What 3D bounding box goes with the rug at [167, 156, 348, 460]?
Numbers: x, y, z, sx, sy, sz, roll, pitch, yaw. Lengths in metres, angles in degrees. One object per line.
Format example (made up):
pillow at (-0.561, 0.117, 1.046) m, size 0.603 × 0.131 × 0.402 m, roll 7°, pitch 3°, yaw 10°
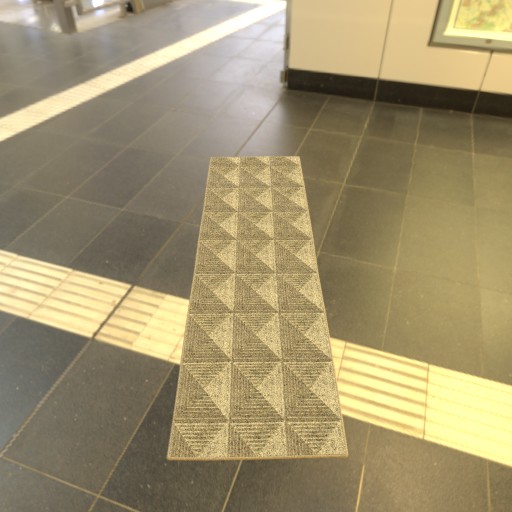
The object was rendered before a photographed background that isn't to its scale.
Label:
rug at (0.000, 0.000, 2.376) m, size 0.645 × 0.015 × 2.182 m, roll 0°, pitch 41°, yaw 0°
